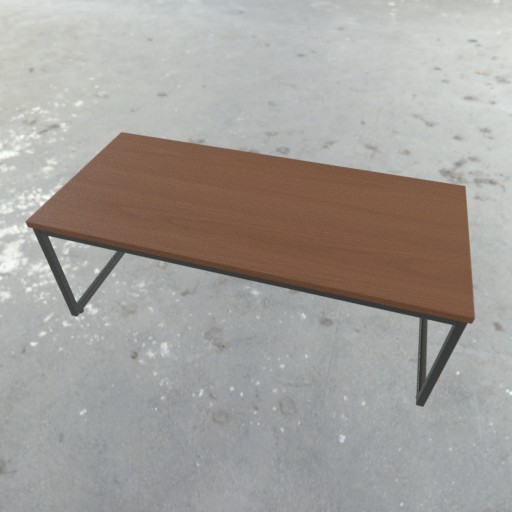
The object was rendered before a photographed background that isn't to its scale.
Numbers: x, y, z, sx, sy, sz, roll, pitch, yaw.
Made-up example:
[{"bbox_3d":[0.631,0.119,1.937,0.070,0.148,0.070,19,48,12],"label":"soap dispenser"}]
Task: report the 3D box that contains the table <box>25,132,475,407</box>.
[{"bbox_3d":[0.000,0.000,1.343,1.100,0.400,0.500,12,45,12],"label":"table"}]
